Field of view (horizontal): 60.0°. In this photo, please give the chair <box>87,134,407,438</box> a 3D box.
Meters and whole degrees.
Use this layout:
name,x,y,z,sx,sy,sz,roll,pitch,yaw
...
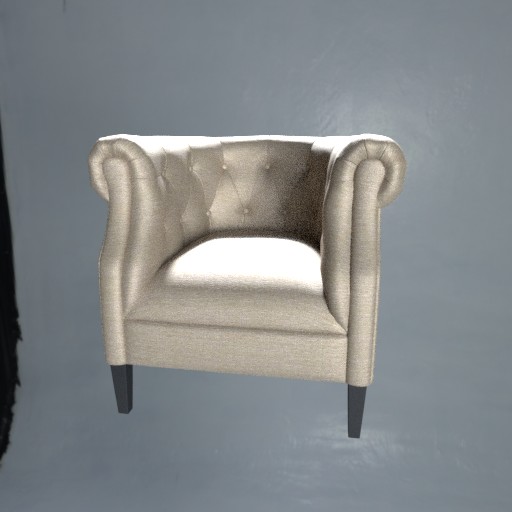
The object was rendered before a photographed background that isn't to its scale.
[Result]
name,x,y,z,sx,sy,sz,roll,pitch,yaw
chair,0.000,0.000,1.565,0.905,0.827,0.852,2,15,9
